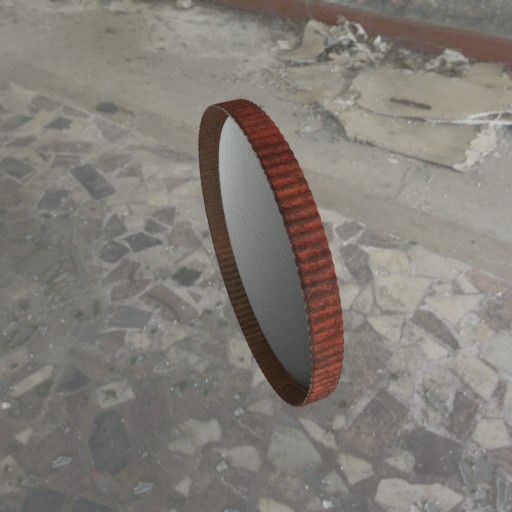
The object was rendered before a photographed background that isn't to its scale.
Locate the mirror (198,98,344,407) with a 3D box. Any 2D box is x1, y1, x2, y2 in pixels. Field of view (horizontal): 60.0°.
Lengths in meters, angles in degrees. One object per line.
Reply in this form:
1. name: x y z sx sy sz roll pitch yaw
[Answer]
1. mirror: 0.000 0.000 0.910 0.056 0.609 0.609 -16 49 -15
